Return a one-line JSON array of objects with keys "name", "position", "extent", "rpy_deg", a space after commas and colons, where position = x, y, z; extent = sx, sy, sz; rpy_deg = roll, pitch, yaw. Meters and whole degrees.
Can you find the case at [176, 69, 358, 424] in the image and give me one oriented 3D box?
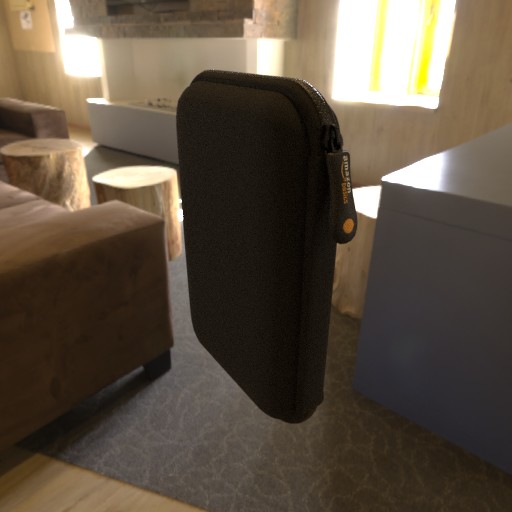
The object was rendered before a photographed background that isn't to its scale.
[{"name": "case", "position": [0.000, 0.000, 0.194], "extent": [0.030, 0.147, 0.107], "rpy_deg": [-16, 30, -30]}]
